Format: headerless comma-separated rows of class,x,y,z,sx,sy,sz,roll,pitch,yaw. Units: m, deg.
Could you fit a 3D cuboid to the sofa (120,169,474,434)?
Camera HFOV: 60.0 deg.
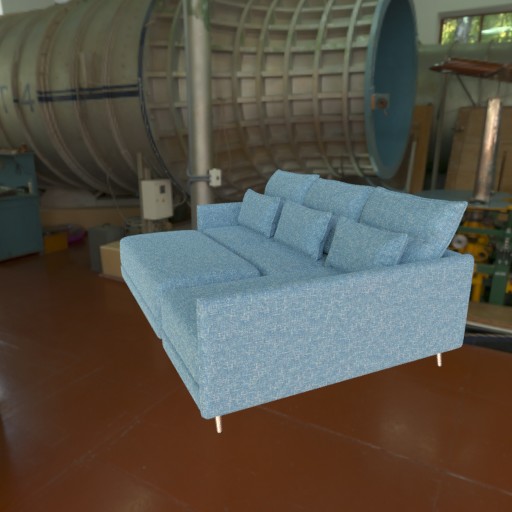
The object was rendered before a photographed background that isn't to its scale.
sofa,0.000,0.000,2.800,1.420,0.899,2.034,-7,18,-24
